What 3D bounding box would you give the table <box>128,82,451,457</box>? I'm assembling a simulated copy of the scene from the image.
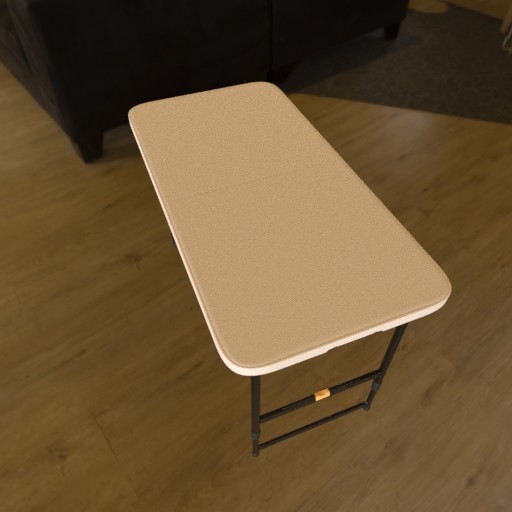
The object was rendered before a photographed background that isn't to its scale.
[{"bbox_3d":[0.000,0.000,1.671,0.611,0.737,1.245,-16,50,-14],"label":"table"}]
